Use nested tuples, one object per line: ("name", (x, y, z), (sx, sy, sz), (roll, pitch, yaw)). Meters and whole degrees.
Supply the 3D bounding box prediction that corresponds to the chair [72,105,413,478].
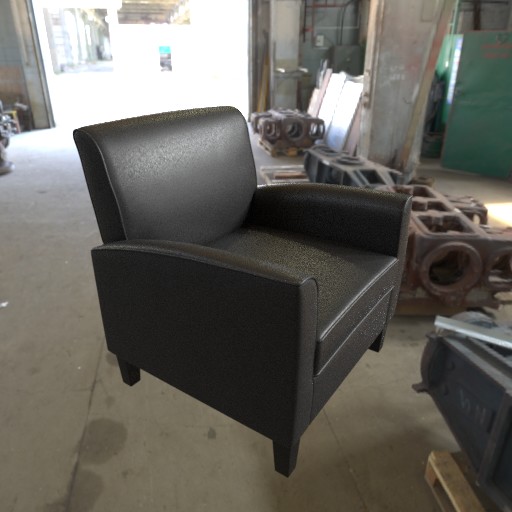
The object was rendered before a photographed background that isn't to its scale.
("chair", (0.000, 0.000, 1.543), (0.819, 0.916, 0.820), (16, 29, 31))
